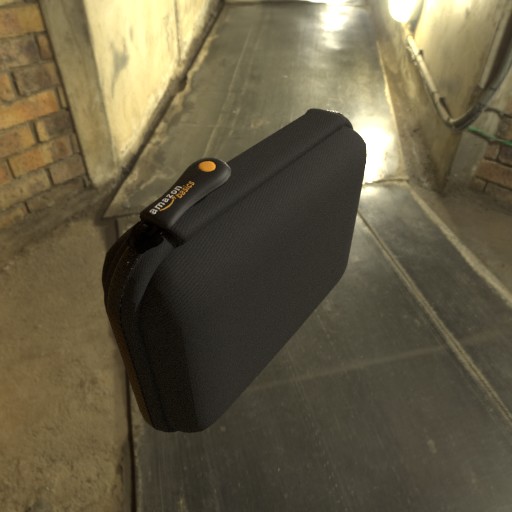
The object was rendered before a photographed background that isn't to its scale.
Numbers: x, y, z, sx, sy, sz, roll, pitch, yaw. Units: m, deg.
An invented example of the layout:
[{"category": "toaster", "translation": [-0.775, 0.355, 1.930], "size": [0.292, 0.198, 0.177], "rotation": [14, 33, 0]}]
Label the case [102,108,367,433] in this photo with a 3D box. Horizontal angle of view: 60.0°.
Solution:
[{"category": "case", "translation": [0.000, 0.000, 0.178], "size": [0.038, 0.105, 0.132], "rotation": [27, 48, 27]}]
